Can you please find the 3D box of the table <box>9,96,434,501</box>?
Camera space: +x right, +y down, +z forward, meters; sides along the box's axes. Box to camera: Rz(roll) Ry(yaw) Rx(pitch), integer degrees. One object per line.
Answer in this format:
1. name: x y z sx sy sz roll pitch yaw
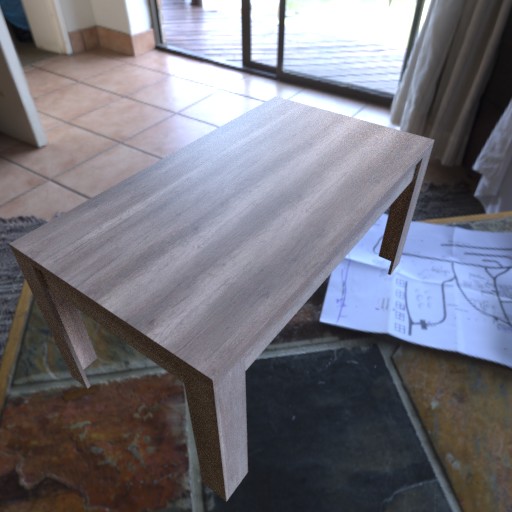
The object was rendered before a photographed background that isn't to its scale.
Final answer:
1. table: 0.000 0.000 2.039 0.900 0.775 1.600 26 47 26
